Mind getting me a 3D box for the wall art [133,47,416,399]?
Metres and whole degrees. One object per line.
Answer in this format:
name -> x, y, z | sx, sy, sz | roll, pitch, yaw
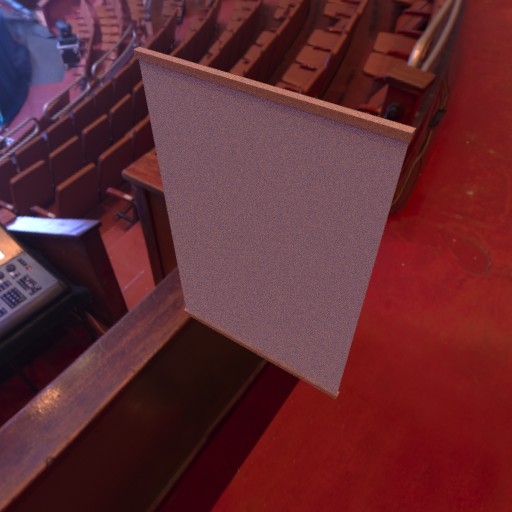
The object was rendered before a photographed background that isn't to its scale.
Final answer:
wall art -> 0.000, 0.000, 1.899 | 0.990, 1.519, 0.030 | 25, 51, 22
